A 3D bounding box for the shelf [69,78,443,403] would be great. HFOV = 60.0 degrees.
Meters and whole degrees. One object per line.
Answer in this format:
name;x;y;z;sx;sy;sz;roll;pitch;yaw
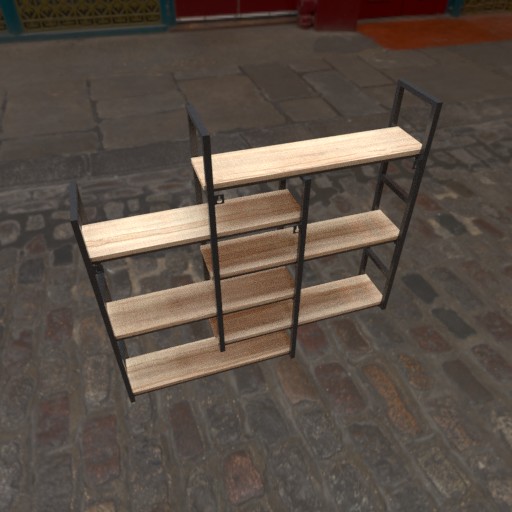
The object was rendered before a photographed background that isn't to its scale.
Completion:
shelf;0.000;0.000;1.373;0.946;0.921;0.183;-12;42;-14
